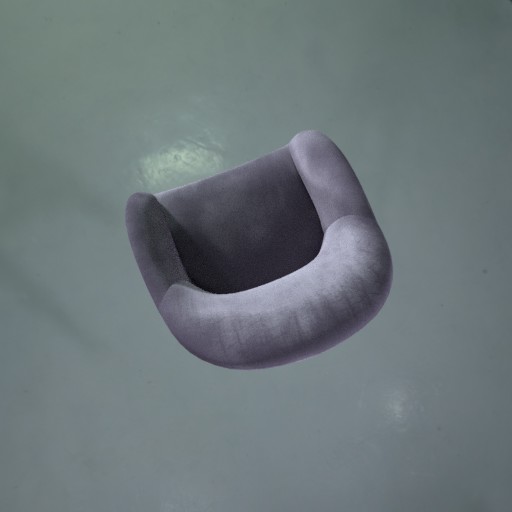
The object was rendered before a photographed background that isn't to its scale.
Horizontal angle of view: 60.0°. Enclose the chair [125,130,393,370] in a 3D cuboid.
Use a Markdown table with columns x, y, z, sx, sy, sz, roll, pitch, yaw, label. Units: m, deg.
| x | y | z | sx | sy | sz | roll | pitch | yaw | label |
| --- | --- | --- | --- | --- | --- | --- | --- | --- | --- |
| 0.000 | 0.000 | 1.213 | 0.550 | 0.795 | 0.590 | -21 | 77 | -5 | chair |
